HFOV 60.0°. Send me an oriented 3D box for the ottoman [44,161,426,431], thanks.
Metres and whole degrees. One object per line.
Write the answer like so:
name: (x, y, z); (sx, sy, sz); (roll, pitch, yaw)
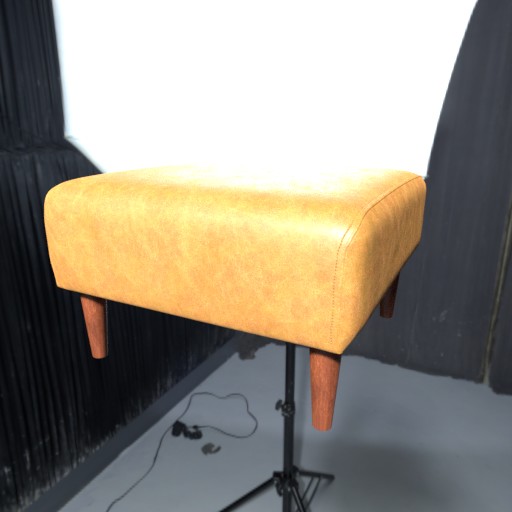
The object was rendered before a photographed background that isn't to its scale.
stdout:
ottoman: (0.000, 0.000, 1.030); (0.650, 0.399, 0.650); (8, 19, 26)
